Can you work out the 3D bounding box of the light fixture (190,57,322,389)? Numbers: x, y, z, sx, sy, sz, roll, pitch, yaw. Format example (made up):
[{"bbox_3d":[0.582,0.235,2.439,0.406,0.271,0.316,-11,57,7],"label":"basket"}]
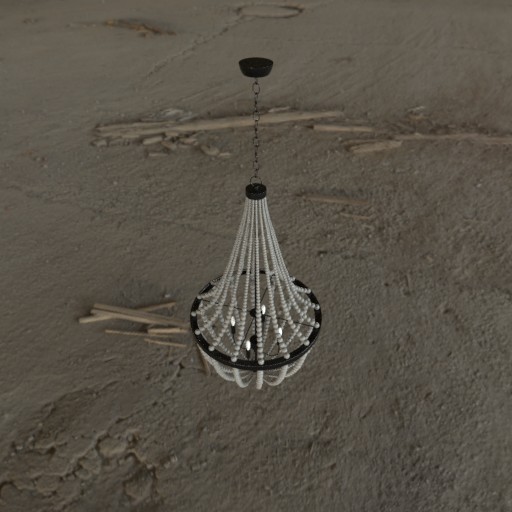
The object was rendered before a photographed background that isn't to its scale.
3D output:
[{"bbox_3d":[0.000,0.000,1.358,0.450,1.133,0.450,0,40,0],"label":"light fixture"}]
